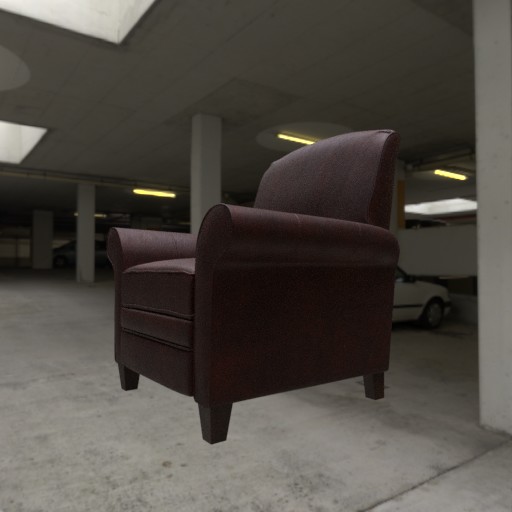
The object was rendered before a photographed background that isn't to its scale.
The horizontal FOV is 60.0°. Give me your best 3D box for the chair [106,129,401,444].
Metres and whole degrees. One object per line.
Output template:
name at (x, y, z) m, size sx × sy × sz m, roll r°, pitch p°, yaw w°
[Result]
chair at (0.000, 0.000, 1.752) m, size 0.902 × 1.061 × 0.978 m, roll 1°, pitch -2°, yaw -36°
